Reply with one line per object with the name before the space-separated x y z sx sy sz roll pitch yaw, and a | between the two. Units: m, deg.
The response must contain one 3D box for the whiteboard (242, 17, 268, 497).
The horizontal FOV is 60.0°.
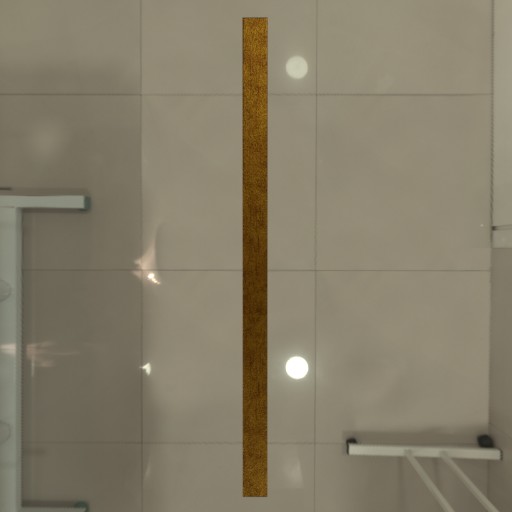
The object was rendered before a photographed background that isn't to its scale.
whiteboard | 0.000 0.000 0.747 0.029 0.457 0.561 0 91 0
